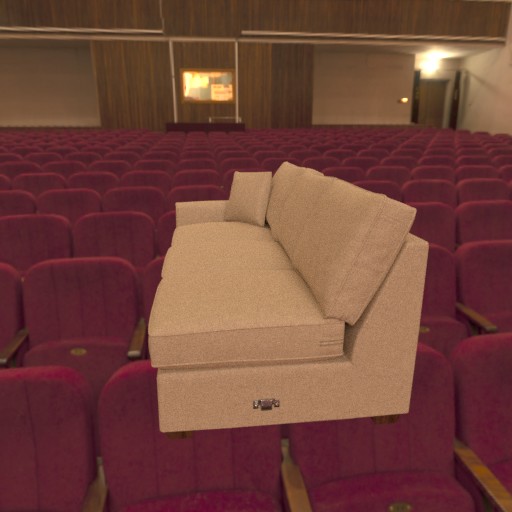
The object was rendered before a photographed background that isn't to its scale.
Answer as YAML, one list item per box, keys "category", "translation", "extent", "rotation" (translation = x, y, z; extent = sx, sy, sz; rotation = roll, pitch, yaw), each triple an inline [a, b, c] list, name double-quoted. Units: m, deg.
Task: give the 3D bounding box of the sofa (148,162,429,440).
- category: "sofa"
  translation: [0.000, 0.000, 2.528]
  extent: [1.034, 0.946, 1.962]
  rotation: [-2, 16, -7]
